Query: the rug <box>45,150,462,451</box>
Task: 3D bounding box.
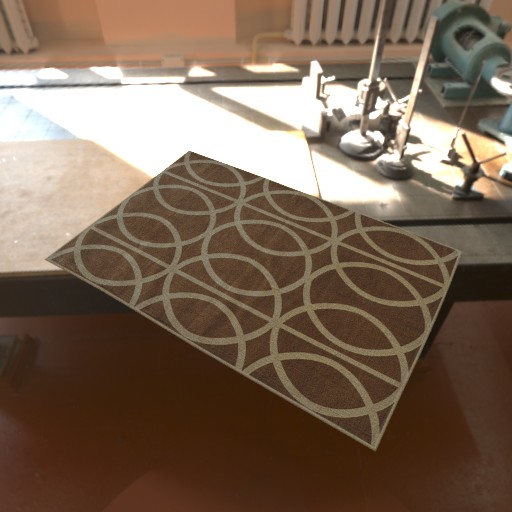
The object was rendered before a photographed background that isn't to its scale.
[{"bbox_3d":[0.000,0.000,2.903,2.290,0.014,1.526,24,51,22],"label":"rug"}]
